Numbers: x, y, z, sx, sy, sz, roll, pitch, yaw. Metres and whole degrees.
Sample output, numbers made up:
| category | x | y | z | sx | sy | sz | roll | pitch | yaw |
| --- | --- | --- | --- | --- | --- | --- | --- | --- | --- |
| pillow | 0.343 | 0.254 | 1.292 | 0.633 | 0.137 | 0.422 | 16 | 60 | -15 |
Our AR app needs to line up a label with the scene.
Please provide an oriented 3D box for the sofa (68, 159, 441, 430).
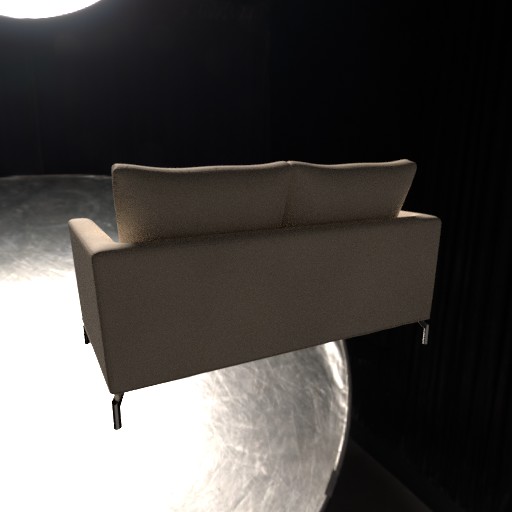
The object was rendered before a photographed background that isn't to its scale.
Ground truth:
| category | x | y | z | sx | sy | sz | roll | pitch | yaw |
| --- | --- | --- | --- | --- | --- | --- | --- | --- | --- |
| sofa | 0.000 | 0.000 | 2.346 | 1.739 | 0.995 | 0.906 | -7 | 15 | -27 |
